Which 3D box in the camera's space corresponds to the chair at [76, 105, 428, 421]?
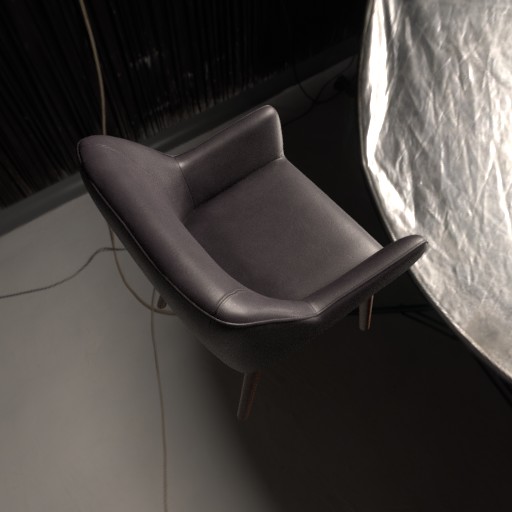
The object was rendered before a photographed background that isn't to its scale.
[{"bbox_3d":[0.000,0.000,1.213,0.610,0.828,0.610,-34,65,-18],"label":"chair"}]
